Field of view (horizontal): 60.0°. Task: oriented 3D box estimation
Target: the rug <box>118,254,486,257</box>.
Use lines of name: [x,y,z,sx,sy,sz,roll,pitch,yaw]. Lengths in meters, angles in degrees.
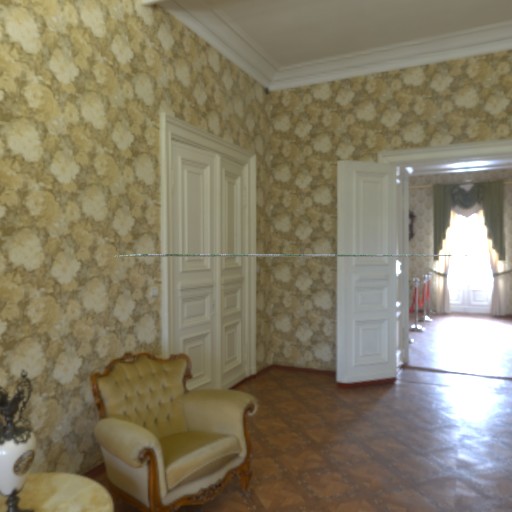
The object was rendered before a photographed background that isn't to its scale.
rug: [0.000,0.000,4.215,2.436,0.007,3.045,0,0,-20]
